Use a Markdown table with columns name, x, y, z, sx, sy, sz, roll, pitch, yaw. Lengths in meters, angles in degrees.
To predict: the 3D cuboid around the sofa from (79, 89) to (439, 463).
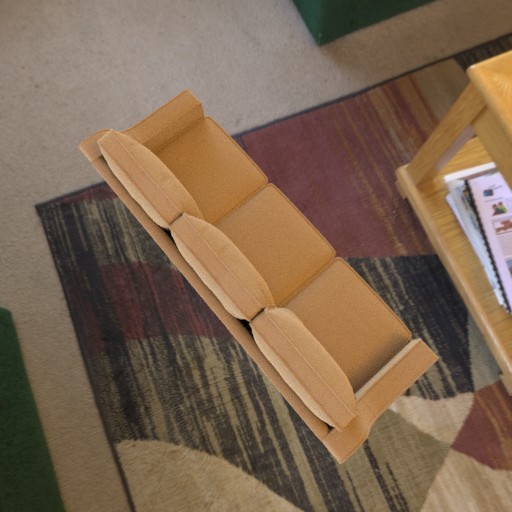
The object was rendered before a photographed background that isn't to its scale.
| name | x | y | z | sx | sy | sz | roll | pitch | yaw |
| --- | --- | --- | --- | --- | --- | --- | --- | --- | --- |
| sofa | 0.000 | 0.000 | 2.577 | 0.791 | 0.902 | 2.131 | -39 | 79 | -10 |
